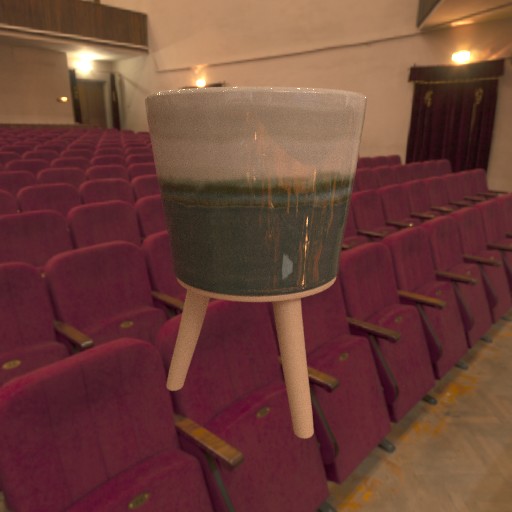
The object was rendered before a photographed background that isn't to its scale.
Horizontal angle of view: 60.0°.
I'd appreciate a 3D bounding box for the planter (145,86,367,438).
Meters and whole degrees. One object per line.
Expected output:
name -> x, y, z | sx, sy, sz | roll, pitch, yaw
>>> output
planter -> 0.000, 0.000, 0.488 | 0.217, 0.331, 0.217 | 14, 21, 41
